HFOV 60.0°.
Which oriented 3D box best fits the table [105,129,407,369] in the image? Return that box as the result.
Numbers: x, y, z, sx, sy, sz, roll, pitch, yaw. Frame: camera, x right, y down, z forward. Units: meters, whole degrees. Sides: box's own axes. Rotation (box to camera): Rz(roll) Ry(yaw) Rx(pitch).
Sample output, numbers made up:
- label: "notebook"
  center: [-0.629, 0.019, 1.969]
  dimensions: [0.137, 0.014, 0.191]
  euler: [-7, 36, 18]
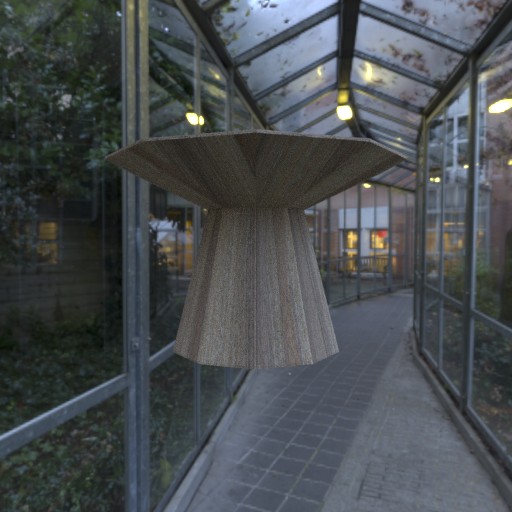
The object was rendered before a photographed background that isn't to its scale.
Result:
- label: "table"
  center: [0.000, 0.000, 1.848]
  dimensions: [1.186, 0.752, 1.186]
  euler: [0, 2, 0]
